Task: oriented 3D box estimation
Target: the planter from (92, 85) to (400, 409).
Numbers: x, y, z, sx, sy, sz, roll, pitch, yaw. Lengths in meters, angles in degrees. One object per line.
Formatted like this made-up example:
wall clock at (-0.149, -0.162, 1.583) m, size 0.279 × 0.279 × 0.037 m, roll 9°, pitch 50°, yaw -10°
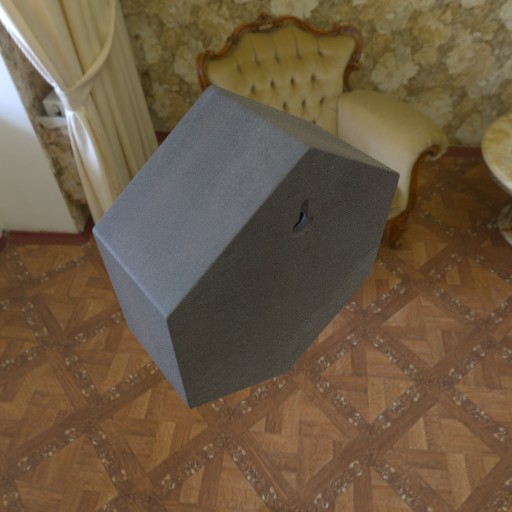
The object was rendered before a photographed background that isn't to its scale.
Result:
planter at (0.000, 0.000, 0.292) m, size 0.169 × 0.206 × 0.077 m, roll -31°, pitch 55°, yaw -26°
